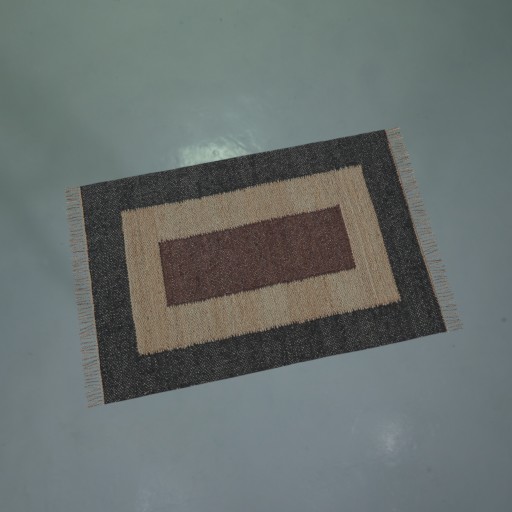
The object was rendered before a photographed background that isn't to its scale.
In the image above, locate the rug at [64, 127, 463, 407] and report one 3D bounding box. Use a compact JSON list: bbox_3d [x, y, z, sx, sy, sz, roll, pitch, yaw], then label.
[{"bbox_3d":[0.000,0.000,2.450,2.021,0.027,1.224,-11,76,-3],"label":"rug"}]
